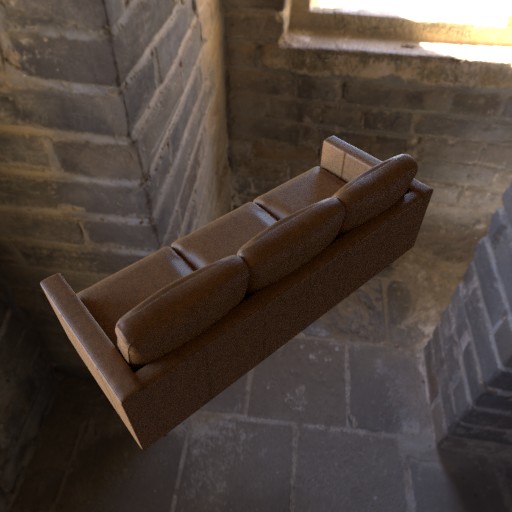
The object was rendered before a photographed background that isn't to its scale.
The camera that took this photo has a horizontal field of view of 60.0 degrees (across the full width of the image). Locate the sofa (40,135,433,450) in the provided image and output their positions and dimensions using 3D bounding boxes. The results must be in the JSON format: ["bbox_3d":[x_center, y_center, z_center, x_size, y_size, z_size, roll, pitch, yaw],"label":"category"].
[{"bbox_3d":[0.000,0.000,2.723,2.231,0.930,0.903,-31,53,-27],"label":"sofa"}]
